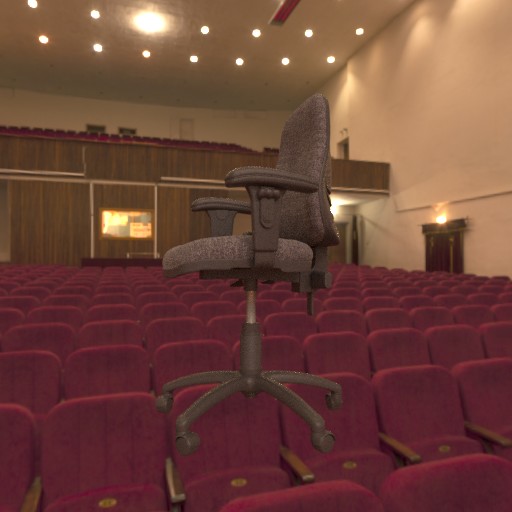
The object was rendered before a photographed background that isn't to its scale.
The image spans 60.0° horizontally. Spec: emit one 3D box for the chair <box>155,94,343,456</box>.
[{"bbox_3d":[0.000,0.000,1.246,0.530,0.910,0.550,0,-1,-18],"label":"chair"}]
